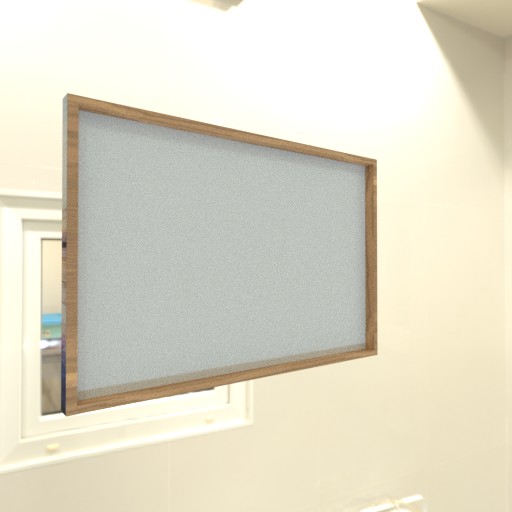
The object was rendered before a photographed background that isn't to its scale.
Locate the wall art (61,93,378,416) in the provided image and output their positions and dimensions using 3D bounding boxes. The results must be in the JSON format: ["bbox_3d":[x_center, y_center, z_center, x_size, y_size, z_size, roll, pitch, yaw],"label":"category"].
[{"bbox_3d":[0.000,0.000,1.115,0.911,0.605,0.037,0,-1,-37],"label":"wall art"}]
